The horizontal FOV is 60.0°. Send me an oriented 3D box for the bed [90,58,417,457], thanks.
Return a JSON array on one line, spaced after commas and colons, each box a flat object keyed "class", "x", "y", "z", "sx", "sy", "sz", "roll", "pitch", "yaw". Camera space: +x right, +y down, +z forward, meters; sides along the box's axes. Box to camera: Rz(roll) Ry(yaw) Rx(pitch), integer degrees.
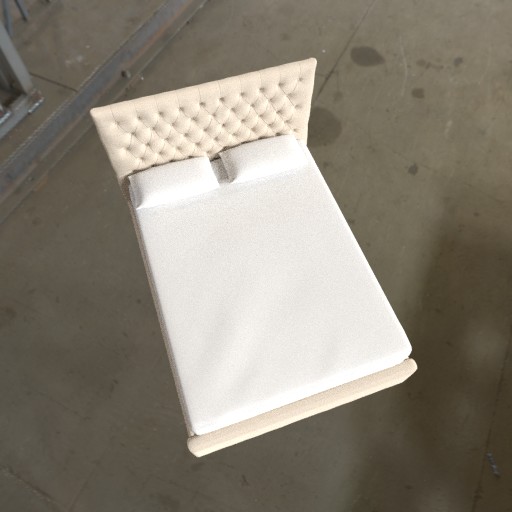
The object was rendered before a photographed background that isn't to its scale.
[{"class": "bed", "x": 0.000, "y": 0.000, "z": 3.294, "sx": 1.696, "sy": 1.426, "sz": 2.233, "roll": -17, "pitch": 62, "yaw": -9}]
